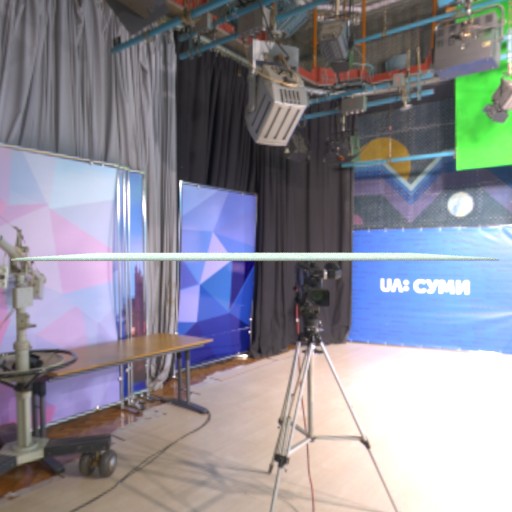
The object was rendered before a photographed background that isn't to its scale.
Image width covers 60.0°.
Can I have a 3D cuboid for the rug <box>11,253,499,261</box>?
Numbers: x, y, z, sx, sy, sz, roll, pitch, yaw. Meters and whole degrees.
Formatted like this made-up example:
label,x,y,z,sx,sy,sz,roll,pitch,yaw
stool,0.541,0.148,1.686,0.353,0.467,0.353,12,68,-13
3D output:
label,x,y,z,sx,sy,sz,roll,pitch,yaw
rug,0.000,0.000,1.403,1.219,0.007,0.604,0,2,-1
